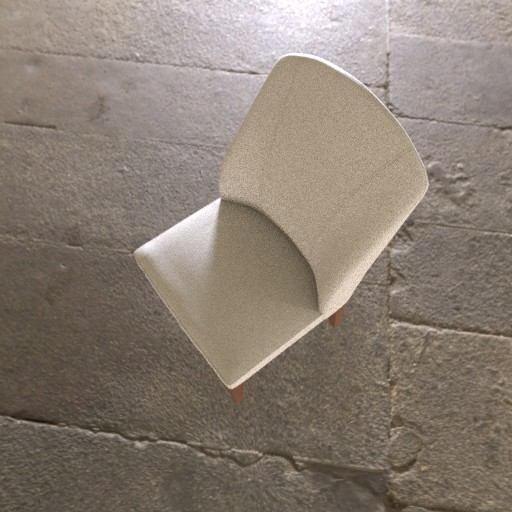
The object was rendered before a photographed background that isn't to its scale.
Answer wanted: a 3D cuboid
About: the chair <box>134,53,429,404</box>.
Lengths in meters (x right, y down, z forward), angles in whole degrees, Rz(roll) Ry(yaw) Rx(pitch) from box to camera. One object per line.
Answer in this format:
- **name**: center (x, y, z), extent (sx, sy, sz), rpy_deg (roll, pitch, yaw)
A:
- **chair**: center (0.000, 0.000, 1.208), extent (0.540, 0.893, 0.472), rpy_deg (-34, 68, -16)
